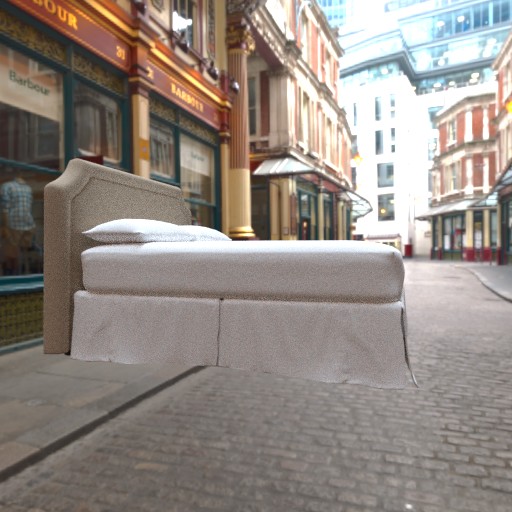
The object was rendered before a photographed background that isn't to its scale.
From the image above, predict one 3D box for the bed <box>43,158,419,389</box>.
[{"bbox_3d":[0.000,0.000,3.257,2.204,1.301,1.828,0,0,18],"label":"bed"}]
